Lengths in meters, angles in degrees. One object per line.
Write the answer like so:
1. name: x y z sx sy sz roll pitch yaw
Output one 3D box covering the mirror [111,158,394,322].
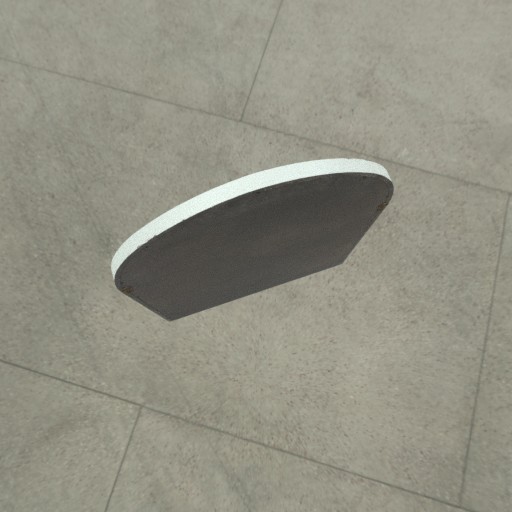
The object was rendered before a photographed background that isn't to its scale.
1. mirror: 0.000 0.000 1.164 0.660 0.920 0.032 -18 76 -5
